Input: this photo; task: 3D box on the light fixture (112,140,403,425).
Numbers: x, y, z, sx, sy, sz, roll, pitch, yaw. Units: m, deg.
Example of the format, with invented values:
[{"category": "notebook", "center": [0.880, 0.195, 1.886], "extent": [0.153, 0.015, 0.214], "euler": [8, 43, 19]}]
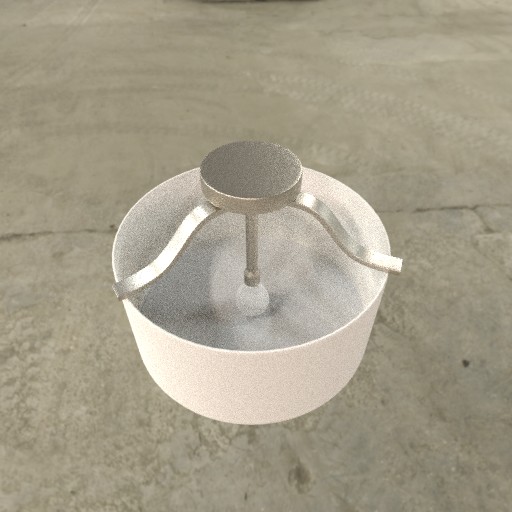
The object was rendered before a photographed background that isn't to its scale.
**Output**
[{"category": "light fixture", "center": [0.000, 0.000, 0.646], "extent": [0.395, 0.304, 0.395], "euler": [0, 45, 0]}]
